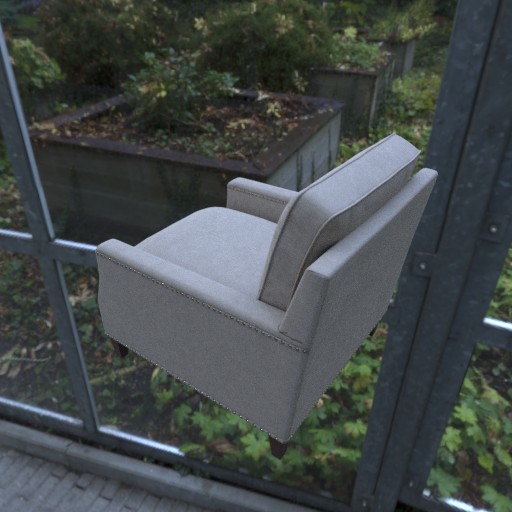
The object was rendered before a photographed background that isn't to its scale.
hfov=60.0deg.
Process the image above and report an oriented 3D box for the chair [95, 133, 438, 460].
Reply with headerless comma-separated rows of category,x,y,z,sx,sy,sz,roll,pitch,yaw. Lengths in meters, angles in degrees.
chair,0.000,0.000,1.724,1.014,0.943,0.853,21,37,30
